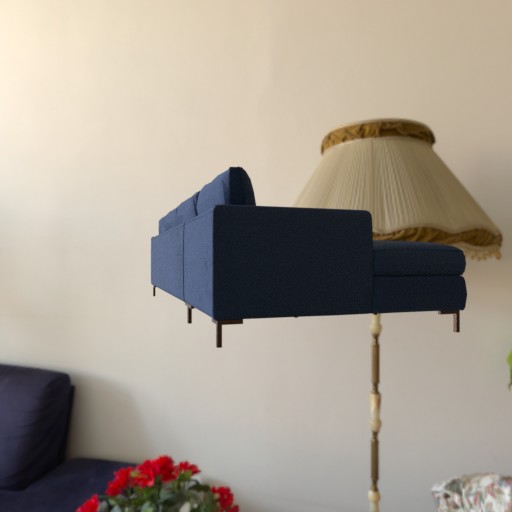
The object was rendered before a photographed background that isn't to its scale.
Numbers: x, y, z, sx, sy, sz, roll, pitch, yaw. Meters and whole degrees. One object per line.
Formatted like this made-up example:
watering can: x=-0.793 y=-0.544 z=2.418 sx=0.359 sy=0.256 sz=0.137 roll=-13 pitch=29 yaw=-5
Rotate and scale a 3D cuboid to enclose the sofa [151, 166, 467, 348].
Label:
sofa: x=0.000 y=0.000 z=2.882 sx=1.128 sy=0.679 sz=2.450 roll=0 pitch=-1 yaw=-19
